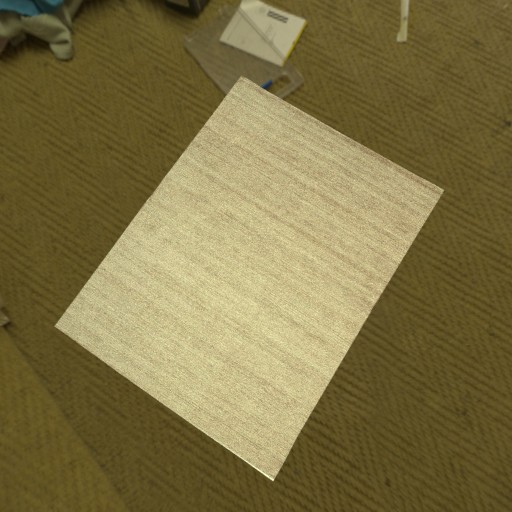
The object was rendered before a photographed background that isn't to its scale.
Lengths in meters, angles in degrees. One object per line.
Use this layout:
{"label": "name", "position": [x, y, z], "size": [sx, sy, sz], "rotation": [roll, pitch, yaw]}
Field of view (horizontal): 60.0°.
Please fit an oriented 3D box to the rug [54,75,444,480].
{"label": "rug", "position": [0.000, 0.000, 4.285], "size": [2.434, 0.045, 3.202], "rotation": [32, 79, 7]}
